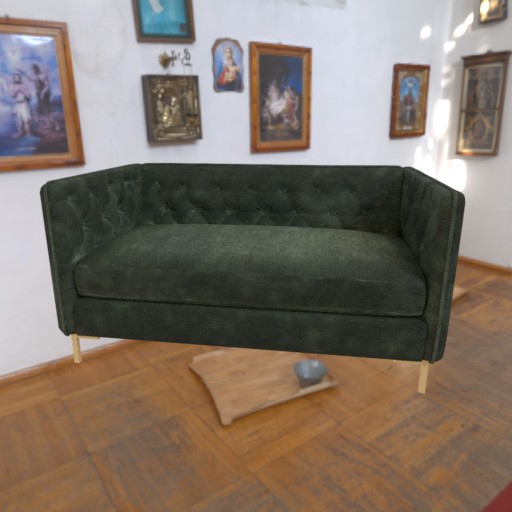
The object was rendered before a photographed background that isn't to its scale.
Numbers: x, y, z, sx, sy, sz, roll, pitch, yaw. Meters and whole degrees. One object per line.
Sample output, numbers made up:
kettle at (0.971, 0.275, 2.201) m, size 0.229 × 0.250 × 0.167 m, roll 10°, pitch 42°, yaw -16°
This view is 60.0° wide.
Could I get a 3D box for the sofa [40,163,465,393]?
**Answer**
sofa at (0.000, 0.000, 2.045) m, size 1.537 × 0.768 × 0.895 m, roll 3°, pitch 17°, yaw 9°
